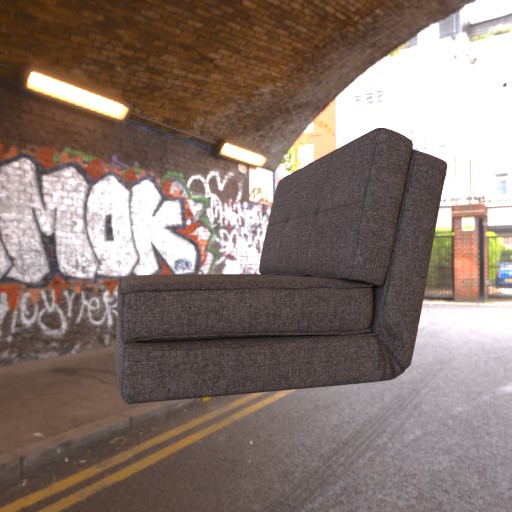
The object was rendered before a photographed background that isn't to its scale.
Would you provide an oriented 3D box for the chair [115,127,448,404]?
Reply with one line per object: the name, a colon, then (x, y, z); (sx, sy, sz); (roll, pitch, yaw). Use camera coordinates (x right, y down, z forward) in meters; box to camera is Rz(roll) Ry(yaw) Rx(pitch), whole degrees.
chair: (0.000, 0.000, 1.326); (0.800, 0.615, 0.740); (0, -1, -17)
